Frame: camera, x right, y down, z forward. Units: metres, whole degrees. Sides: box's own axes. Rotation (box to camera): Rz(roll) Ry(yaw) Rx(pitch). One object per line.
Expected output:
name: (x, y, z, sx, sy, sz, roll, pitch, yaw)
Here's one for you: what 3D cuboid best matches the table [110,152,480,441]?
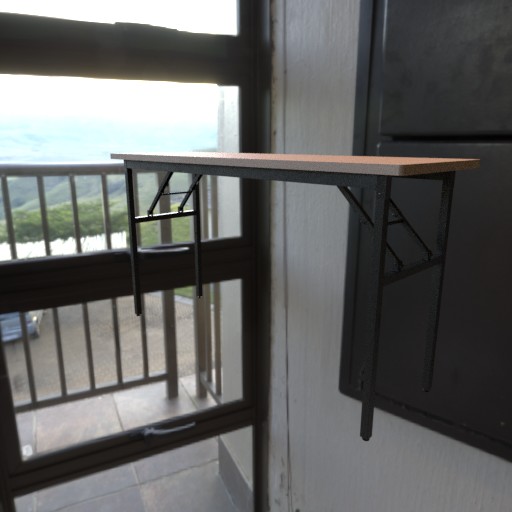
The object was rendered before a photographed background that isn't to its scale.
table: (0.000, 0.000, 1.697, 0.447, 0.750, 1.397, -13, 20, -42)
